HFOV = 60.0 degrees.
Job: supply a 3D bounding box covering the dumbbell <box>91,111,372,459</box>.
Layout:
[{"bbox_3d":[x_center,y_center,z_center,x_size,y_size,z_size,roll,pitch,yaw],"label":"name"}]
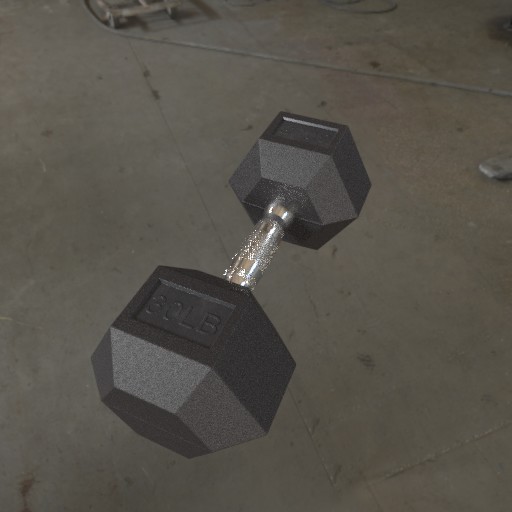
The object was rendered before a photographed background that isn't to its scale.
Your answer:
[{"bbox_3d":[0.000,0.000,0.399,0.142,0.123,0.337,18,49,16],"label":"dumbbell"}]
